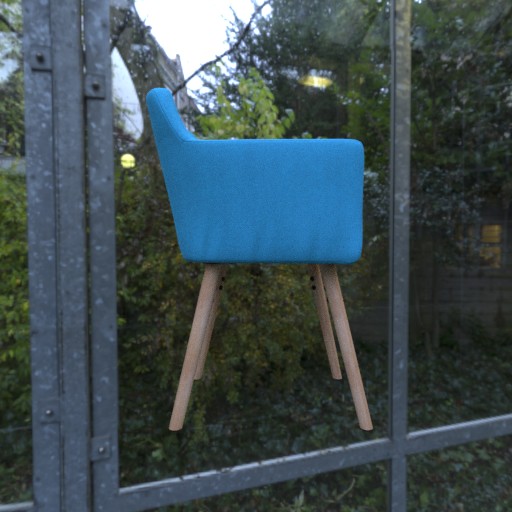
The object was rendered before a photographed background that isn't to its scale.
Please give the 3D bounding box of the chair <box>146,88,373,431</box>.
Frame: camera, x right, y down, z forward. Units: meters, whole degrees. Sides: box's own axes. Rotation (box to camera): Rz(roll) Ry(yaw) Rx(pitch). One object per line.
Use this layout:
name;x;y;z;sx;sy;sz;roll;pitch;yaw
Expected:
chair;0.000;0.000;1.193;0.540;0.780;0.570;0;2;0
